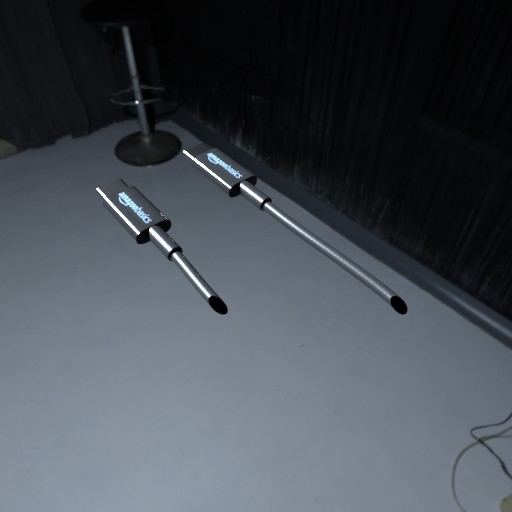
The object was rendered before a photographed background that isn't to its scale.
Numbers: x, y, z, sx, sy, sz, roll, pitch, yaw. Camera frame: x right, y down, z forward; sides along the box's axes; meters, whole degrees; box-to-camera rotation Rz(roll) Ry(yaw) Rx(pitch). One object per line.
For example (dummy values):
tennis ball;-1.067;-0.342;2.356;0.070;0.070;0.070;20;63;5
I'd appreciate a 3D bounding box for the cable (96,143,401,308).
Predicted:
cable;0.000;0.000;0.110;0.041;0.005;0.098;-31;54;-26
